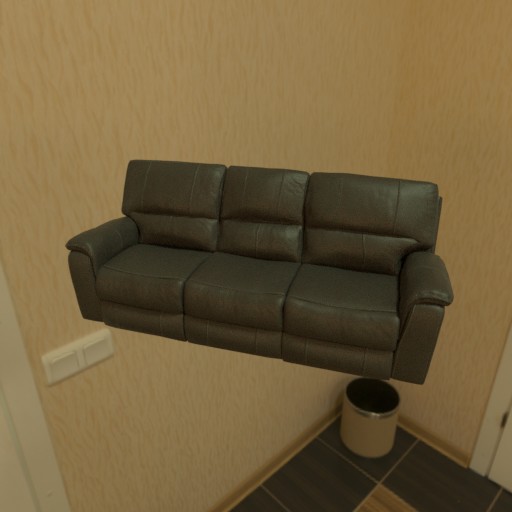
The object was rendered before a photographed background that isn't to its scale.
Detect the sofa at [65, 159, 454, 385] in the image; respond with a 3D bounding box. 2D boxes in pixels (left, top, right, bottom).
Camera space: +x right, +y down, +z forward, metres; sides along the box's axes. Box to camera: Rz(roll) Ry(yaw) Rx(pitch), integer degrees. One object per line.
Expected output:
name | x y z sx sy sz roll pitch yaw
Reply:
sofa | 0.000 0.000 3.289 2.627 1.134 1.104 8 27 15
